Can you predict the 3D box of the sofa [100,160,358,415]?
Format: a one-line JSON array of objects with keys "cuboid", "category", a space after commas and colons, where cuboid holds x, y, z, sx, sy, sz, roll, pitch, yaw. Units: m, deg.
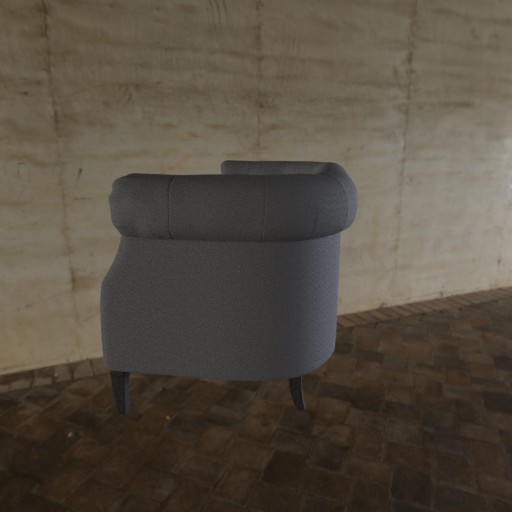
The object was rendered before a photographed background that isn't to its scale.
[{"cuboid": [0.000, 0.000, 2.040, 0.835, 0.827, 1.558, 2, 14, 9], "category": "sofa"}]
